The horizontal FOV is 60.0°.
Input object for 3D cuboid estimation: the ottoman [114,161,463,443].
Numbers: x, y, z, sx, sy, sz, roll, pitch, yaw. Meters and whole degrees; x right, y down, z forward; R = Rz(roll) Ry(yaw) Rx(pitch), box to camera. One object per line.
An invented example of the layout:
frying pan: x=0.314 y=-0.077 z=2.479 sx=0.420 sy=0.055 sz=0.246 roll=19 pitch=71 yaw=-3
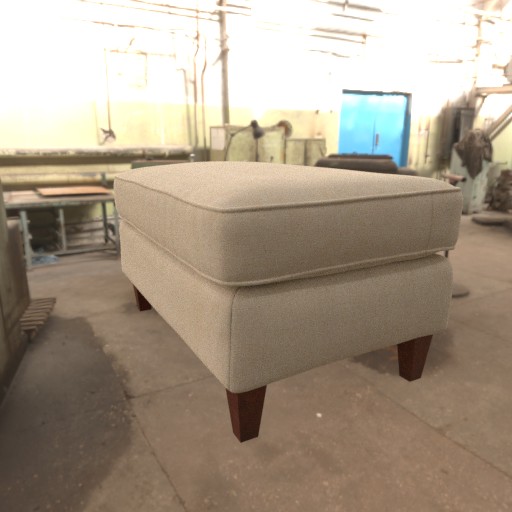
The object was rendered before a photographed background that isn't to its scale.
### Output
ottoman: x=0.000 y=0.000 z=1.206 sx=0.583 sy=0.484 sz=0.862 roll=-8 pitch=17 yaw=-27
